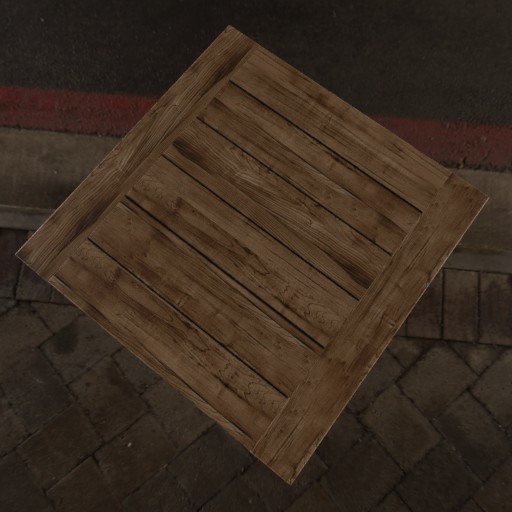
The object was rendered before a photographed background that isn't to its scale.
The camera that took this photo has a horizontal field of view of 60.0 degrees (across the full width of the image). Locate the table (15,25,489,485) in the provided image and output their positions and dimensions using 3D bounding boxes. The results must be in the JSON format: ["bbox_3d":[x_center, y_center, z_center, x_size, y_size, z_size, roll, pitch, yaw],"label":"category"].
[{"bbox_3d":[0.000,0.000,1.019,0.610,0.457,0.610,37,79,9],"label":"table"}]
